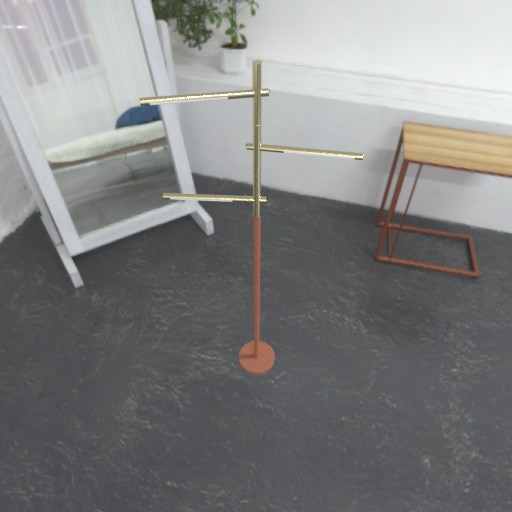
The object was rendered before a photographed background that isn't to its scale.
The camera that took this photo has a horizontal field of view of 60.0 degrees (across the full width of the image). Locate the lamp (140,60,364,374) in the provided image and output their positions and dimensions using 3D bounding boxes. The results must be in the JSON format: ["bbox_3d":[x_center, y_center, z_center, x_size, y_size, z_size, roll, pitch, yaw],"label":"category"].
[{"bbox_3d":[0.000,0.000,1.972,0.737,1.704,0.209,-3,46,-3],"label":"lamp"}]
